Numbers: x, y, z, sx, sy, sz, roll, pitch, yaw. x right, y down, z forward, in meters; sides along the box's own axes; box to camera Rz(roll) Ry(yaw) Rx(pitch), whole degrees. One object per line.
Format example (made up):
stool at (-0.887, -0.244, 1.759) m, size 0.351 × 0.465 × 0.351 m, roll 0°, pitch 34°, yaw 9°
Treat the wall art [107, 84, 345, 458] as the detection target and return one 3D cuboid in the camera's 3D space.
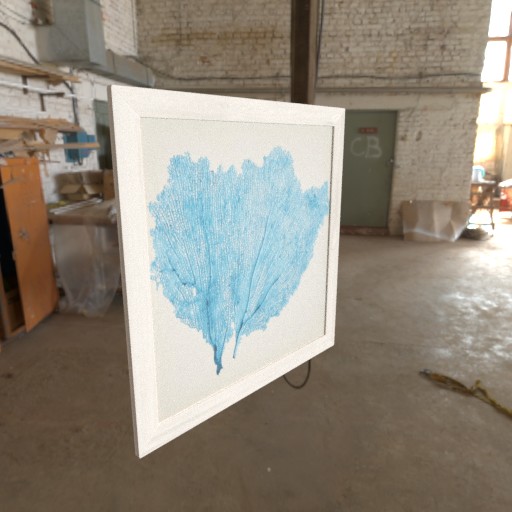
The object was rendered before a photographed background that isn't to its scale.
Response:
wall art at (0.000, 0.000, 0.875) m, size 0.013 × 0.584 × 0.584 m, roll 13°, pitch 19°, yaw 41°
